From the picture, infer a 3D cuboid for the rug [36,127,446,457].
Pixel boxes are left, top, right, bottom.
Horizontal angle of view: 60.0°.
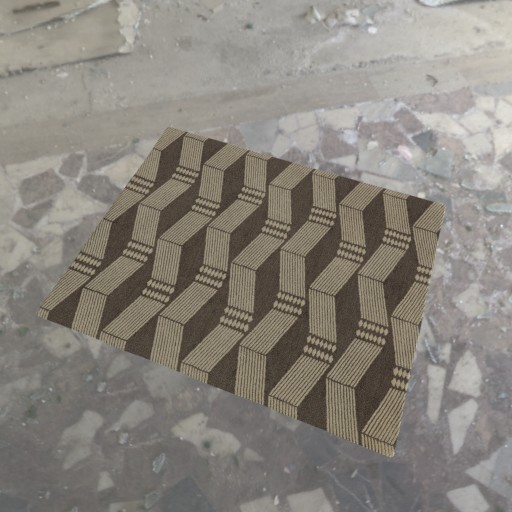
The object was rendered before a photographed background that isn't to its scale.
[{"bbox_3d":[0.000,0.000,4.033,3.048,0.016,2.438,18,60,11],"label":"rug"}]
